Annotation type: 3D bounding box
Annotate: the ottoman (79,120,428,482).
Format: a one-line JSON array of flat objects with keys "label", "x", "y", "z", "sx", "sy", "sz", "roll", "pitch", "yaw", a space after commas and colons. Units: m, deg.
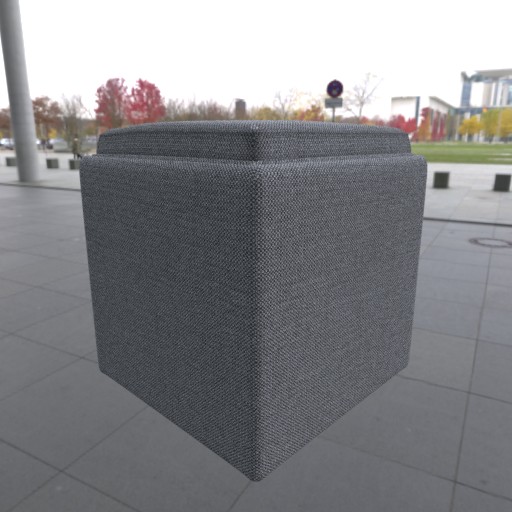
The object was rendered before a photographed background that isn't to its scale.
[{"label": "ottoman", "x": 0.000, "y": 0.000, "z": 0.827, "sx": 0.436, "sy": 0.487, "sz": 0.454, "roll": 14, "pitch": 20, "yaw": 42}]
